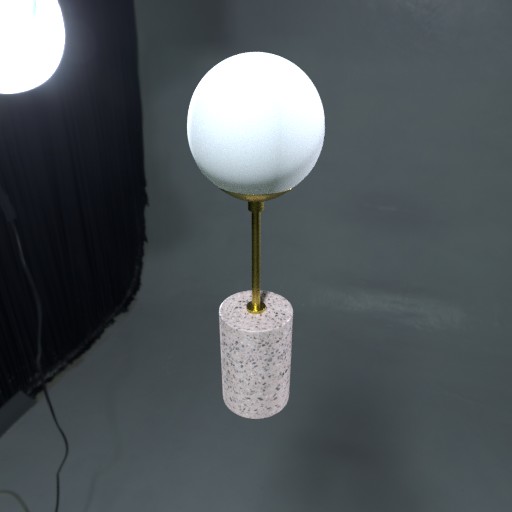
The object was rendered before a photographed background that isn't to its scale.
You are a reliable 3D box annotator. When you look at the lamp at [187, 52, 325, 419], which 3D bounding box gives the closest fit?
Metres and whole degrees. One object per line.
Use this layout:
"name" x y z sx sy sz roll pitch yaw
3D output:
"lamp" 0.000 0.000 0.574 0.153 0.480 0.153 0 28 0
